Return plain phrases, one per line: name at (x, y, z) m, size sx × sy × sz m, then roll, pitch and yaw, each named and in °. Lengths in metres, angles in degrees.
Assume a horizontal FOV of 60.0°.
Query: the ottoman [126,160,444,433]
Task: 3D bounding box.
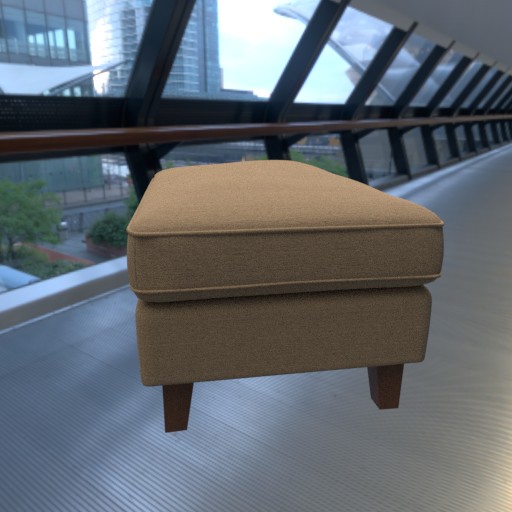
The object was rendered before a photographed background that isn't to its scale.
ottoman at (0.000, 0.000, 1.309) m, size 0.636 × 0.521 × 0.945 m, roll -3°, pitch 17°, yaw -9°
